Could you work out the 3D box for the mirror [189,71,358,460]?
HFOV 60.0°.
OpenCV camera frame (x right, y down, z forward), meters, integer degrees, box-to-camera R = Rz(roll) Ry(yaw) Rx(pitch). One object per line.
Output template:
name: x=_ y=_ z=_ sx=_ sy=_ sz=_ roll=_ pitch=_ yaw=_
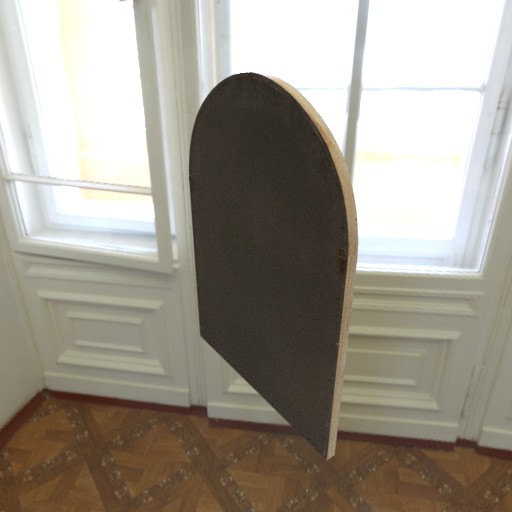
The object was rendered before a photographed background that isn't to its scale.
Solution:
mirror: x=0.000 y=0.000 z=1.194 sx=0.032 sy=0.920 sz=0.660 roll=-18 pitch=32 yaw=-32
